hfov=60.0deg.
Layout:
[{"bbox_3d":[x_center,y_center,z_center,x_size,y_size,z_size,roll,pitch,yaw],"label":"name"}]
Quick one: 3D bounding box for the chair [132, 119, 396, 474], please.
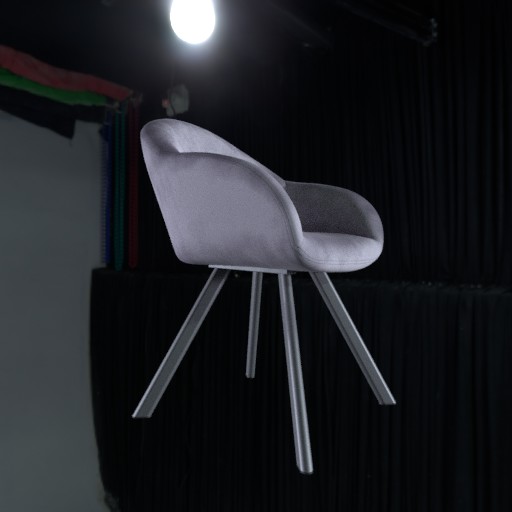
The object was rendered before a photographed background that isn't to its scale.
[{"bbox_3d":[0.000,0.000,1.174,0.590,0.795,0.550,0,0,36],"label":"chair"}]
